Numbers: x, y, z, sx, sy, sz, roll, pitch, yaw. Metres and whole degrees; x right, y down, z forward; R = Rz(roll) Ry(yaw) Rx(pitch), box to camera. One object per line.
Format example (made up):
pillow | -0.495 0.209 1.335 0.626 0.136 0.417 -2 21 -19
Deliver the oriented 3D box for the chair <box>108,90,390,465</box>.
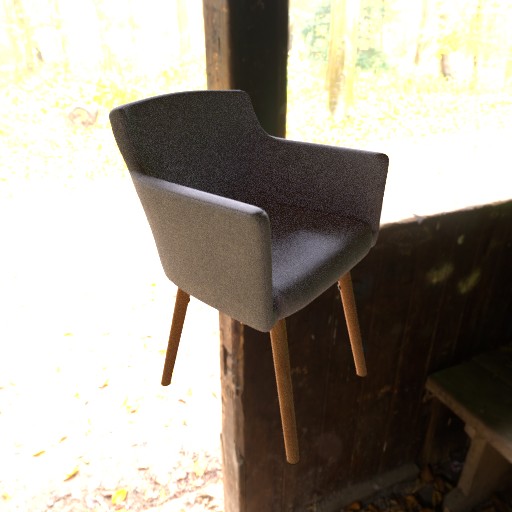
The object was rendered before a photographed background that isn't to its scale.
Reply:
chair | 0.000 0.000 1.154 0.540 0.780 0.570 18 31 33
